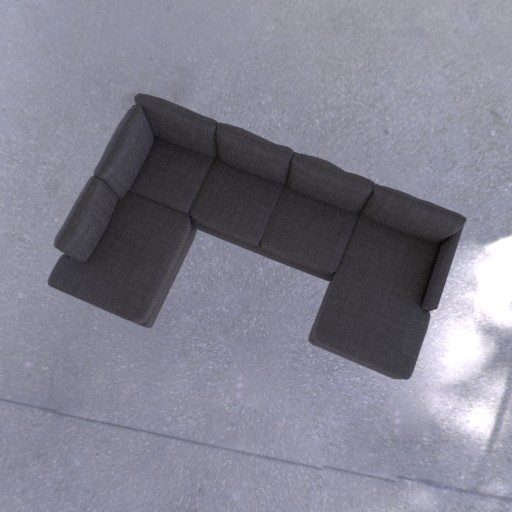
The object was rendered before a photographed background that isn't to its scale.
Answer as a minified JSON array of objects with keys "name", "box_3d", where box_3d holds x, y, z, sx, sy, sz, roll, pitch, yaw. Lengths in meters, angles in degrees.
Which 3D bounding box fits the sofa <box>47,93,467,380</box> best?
[{"name":"sofa","box_3d":[0.000,0.000,4.234,3.423,0.999,2.048,22,77,6]}]
